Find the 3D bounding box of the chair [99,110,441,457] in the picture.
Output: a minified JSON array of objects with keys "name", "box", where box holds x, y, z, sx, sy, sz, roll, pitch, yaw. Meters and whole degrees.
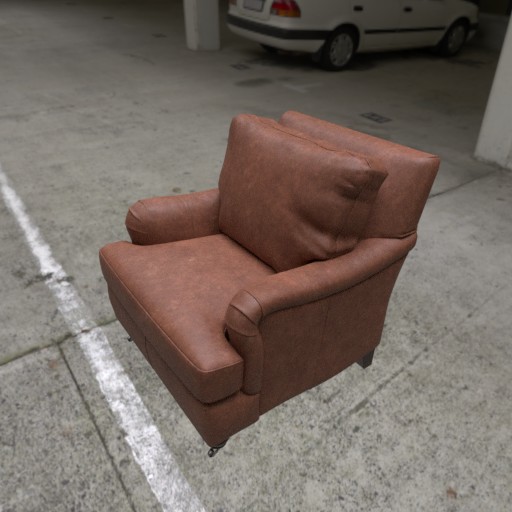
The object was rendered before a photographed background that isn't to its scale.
[{"name":"chair","box":[0.000,0.000,1.967,1.158,1.055,0.986,-21,38,-30]}]
